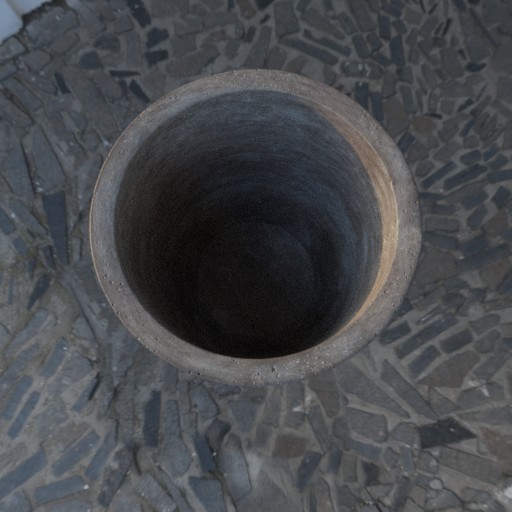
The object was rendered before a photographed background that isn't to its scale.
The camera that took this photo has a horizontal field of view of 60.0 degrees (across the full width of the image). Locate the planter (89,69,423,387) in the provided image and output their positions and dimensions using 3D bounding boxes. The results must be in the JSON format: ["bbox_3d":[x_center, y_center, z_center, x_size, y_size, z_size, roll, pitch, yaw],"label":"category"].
[{"bbox_3d":[0.000,0.000,0.221,0.122,0.128,0.122,0,76,0],"label":"planter"}]
